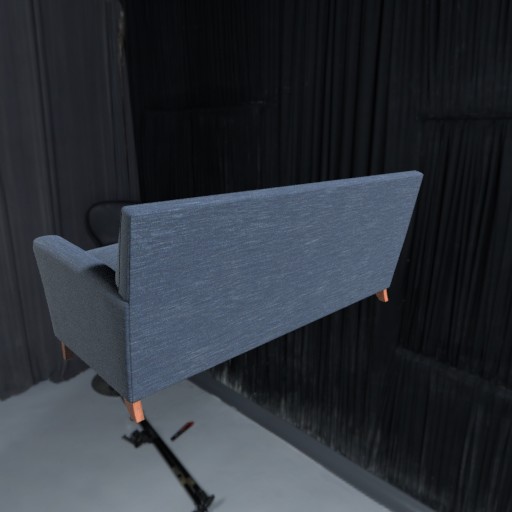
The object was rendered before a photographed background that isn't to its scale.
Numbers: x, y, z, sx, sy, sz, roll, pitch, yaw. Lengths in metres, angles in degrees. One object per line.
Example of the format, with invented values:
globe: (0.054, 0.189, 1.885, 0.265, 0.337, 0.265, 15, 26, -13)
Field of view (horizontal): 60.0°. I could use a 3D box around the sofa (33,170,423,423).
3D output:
sofa: (0.000, 0.000, 2.390, 1.976, 0.846, 0.875, -15, 21, -42)
